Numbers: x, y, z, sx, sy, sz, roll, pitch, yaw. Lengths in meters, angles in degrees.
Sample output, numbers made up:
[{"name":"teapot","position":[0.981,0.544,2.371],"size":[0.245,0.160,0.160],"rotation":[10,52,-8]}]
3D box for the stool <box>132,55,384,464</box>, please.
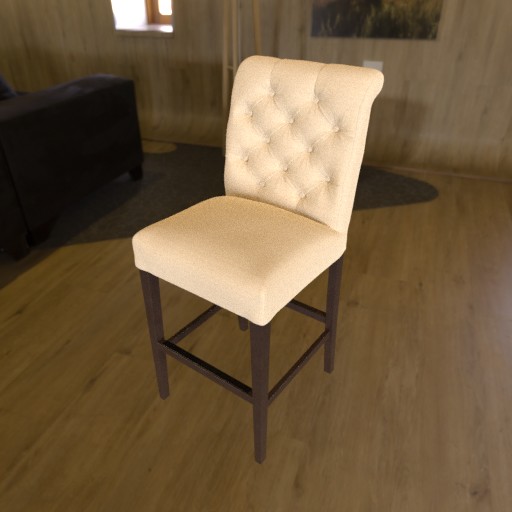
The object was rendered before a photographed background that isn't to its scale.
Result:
[{"name":"stool","position":[0.000,0.000,1.441],"size":[0.482,1.118,0.610],"rotation":[21,37,30]}]
